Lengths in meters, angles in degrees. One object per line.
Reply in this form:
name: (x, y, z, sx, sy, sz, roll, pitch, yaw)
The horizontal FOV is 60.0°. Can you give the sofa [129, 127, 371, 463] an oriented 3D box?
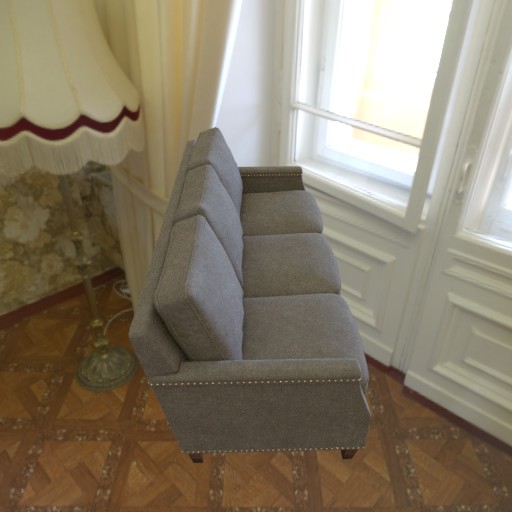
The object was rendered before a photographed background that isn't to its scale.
sofa: (0.000, 0.000, 2.803, 1.034, 1.042, 2.226, -1, 33, -1)
